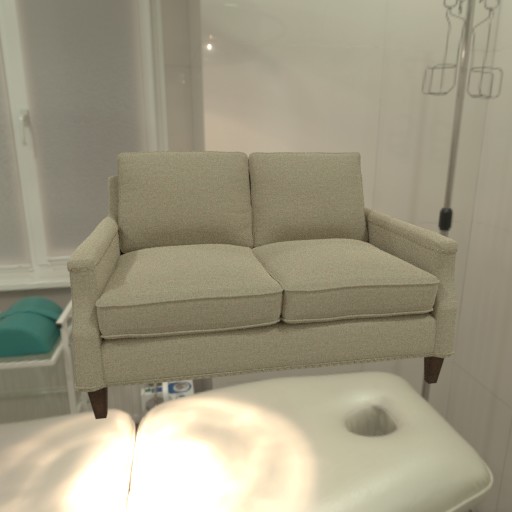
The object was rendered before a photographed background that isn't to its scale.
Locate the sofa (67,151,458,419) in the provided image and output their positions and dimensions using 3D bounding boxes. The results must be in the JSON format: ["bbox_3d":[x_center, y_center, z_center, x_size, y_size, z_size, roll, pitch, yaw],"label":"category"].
[{"bbox_3d":[0.000,0.000,2.216,1.597,1.003,1.084,-3,16,-10],"label":"sofa"}]
